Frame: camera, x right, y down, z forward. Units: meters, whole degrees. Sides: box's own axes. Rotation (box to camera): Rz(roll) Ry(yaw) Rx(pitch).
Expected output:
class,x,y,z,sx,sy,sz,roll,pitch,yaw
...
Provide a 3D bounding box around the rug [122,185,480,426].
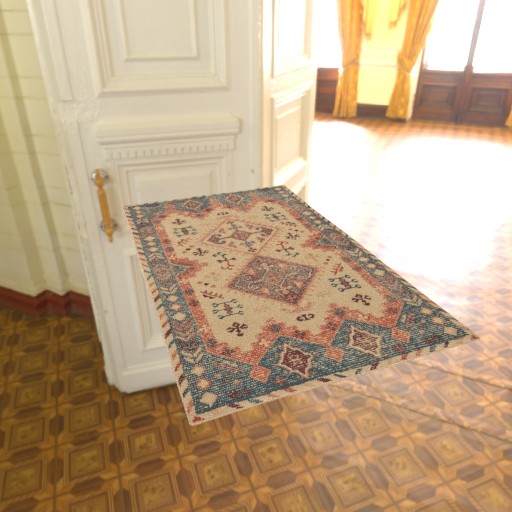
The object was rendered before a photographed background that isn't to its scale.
class,x,y,z,sx,sy,sz,roll,pitch,yaw
rug,0.000,0.000,3.031,1.521,0.023,2.464,-11,31,-18
